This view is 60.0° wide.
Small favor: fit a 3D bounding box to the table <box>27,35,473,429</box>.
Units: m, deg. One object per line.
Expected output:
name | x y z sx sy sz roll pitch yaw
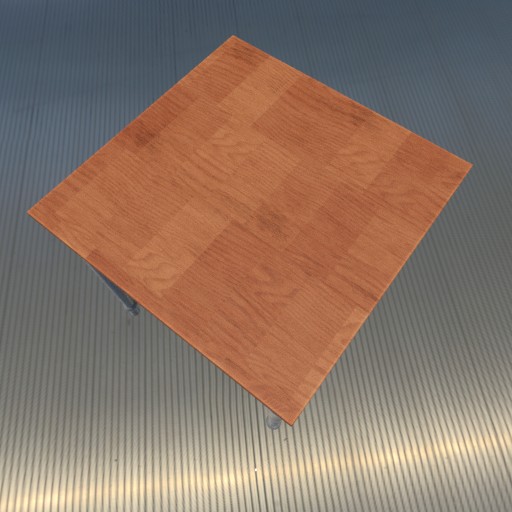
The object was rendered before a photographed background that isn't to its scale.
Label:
table | 0.000 0.000 1.372 0.747 0.738 0.747 35 69 15
